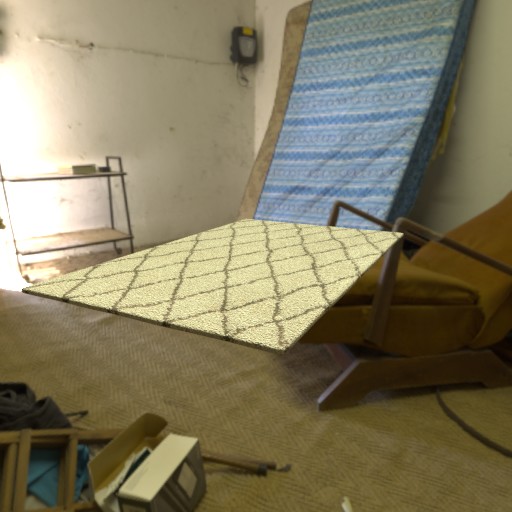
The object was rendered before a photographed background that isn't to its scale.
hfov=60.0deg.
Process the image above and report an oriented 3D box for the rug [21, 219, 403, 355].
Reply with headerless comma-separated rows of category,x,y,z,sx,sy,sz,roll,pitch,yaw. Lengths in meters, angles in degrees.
rug,0.000,0.000,3.029,1.524,0.030,2.438,8,16,27
